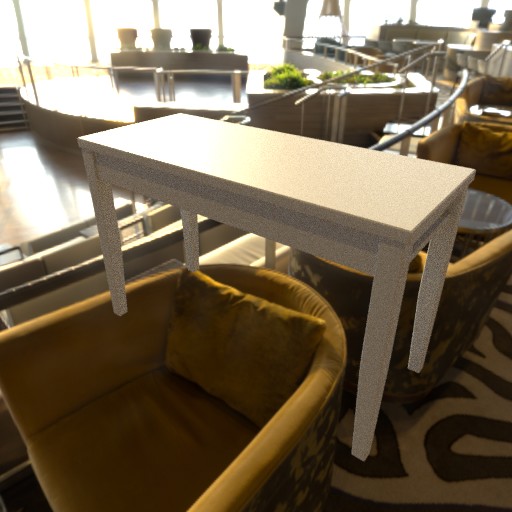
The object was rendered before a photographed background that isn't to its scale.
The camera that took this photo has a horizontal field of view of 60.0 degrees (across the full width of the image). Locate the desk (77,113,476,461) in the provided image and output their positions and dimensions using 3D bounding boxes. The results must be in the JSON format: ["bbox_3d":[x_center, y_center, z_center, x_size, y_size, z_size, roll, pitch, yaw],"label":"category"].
[{"bbox_3d":[0.000,0.000,1.623,1.220,0.775,0.508,21,36,32],"label":"desk"}]
